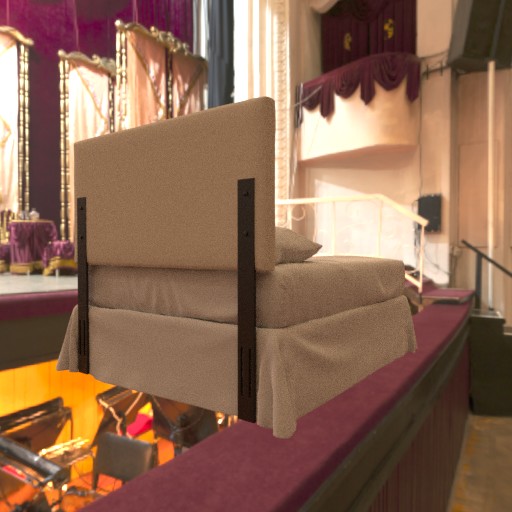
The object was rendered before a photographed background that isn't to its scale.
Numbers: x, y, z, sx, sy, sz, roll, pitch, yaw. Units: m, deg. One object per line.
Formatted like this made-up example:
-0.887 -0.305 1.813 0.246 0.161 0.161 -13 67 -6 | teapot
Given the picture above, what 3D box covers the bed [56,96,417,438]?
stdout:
0.000 0.000 3.397 1.936 1.577 2.222 1 2 36 | bed
